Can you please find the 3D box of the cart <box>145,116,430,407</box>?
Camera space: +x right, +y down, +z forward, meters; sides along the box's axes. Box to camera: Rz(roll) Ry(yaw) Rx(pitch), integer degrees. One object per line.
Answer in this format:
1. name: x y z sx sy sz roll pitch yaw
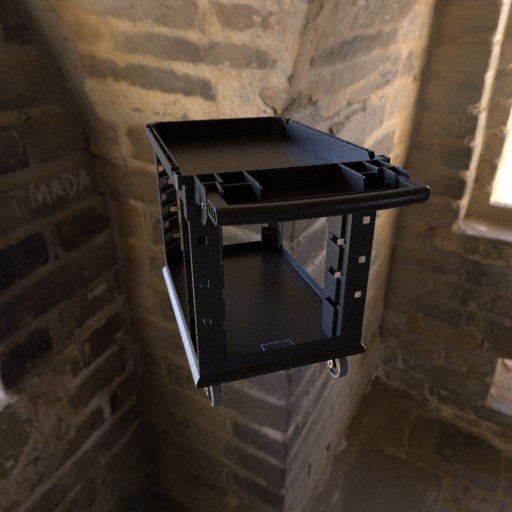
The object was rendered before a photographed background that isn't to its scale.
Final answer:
1. cart: 0.000 0.000 1.768 0.674 0.884 1.239 -8 27 -16
